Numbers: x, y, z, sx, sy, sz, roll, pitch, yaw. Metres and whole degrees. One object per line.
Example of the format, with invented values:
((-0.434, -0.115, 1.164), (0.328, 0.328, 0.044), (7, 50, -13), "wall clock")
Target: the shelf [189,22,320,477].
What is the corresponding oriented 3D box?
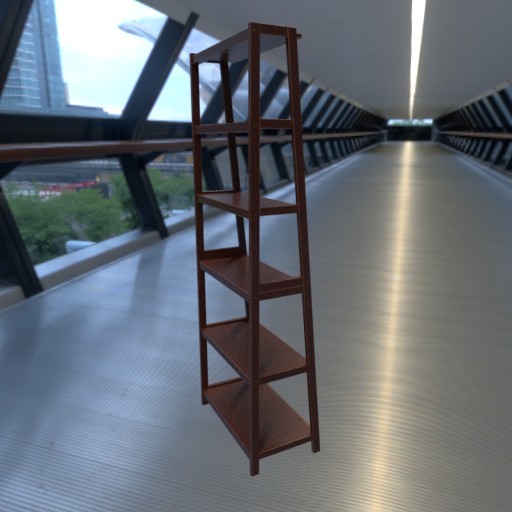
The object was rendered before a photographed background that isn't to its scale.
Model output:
((0.000, 0.000, 2.157), (0.381, 1.892, 0.660), (-7, 16, -26), "shelf")
